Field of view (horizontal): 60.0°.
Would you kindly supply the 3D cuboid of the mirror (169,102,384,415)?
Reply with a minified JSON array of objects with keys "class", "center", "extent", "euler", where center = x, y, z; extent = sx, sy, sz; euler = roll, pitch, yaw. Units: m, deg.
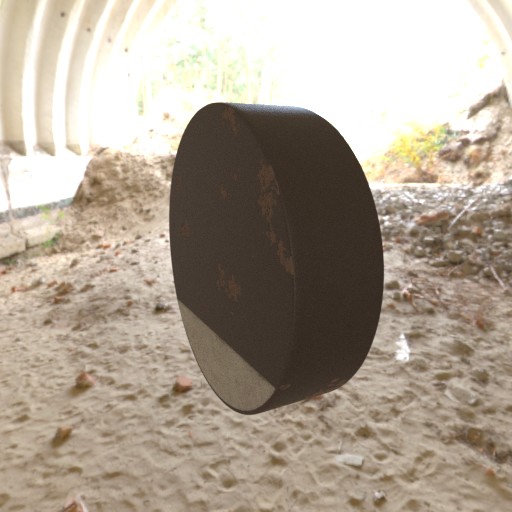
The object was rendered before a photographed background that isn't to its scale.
[{"class":"mirror","center":[0.000,0.000,0.596],"extent":[0.126,0.386,0.386],"euler":[-7,15,-27]}]
